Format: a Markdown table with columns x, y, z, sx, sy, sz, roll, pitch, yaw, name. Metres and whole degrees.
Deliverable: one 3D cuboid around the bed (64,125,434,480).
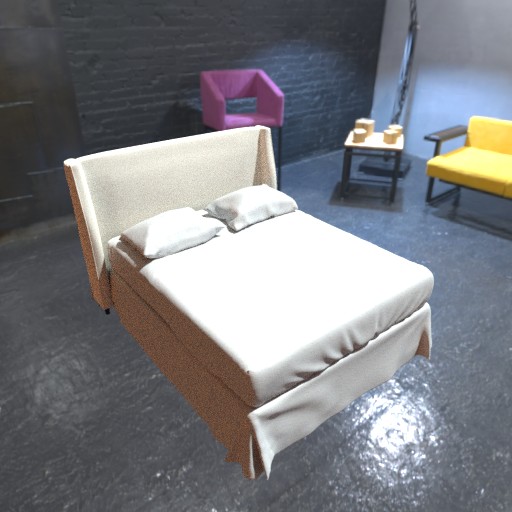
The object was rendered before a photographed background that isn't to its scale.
| x | y | z | sx | sy | sz | roll | pitch | yaw | name |
| --- | --- | --- | --- | --- | --- | --- | --- | --- | --- |
| 0.000 | 0.000 | 3.350 | 1.925 | 1.332 | 2.276 | -21 | 35 | -33 | bed |
